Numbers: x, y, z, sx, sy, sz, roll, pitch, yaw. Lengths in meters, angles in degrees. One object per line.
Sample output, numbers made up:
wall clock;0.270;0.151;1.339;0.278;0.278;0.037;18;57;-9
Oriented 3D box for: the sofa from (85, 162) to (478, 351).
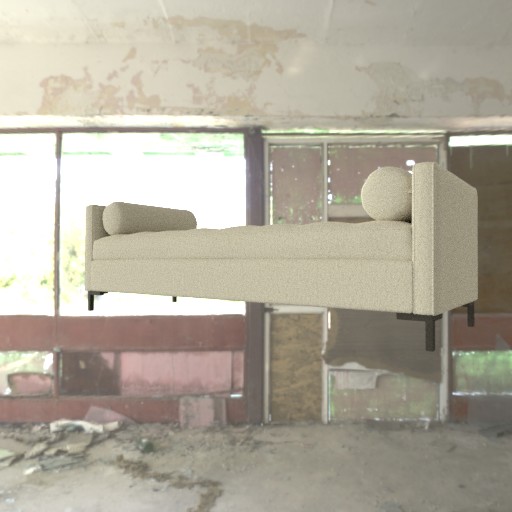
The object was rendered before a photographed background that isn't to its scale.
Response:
sofa;0.000;0.000;2.307;1.985;0.641;0.746;0;-1;36
